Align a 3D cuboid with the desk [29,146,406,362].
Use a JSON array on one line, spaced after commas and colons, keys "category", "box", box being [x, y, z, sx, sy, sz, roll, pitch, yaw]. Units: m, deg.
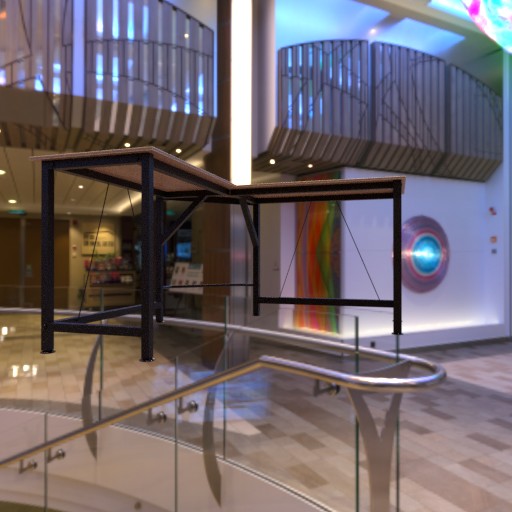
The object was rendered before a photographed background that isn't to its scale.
[{"category": "desk", "box": [0.000, 0.000, 2.172, 1.400, 0.762, 1.400, 0, 0, 18]}]
